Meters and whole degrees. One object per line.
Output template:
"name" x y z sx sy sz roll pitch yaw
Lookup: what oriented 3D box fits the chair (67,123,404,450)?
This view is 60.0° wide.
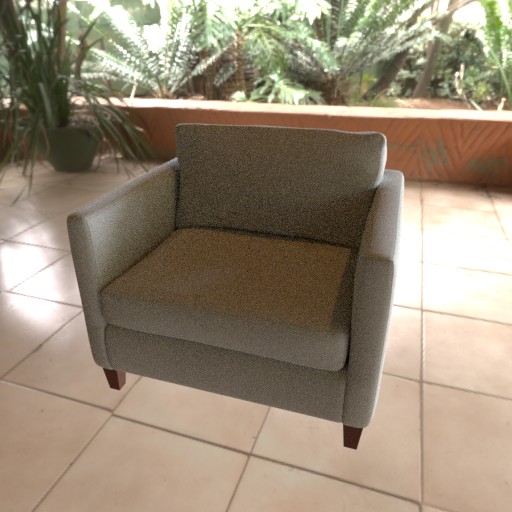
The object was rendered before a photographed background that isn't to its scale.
"chair" 0.000 0.000 1.834 1.107 0.961 0.953 8 28 16
